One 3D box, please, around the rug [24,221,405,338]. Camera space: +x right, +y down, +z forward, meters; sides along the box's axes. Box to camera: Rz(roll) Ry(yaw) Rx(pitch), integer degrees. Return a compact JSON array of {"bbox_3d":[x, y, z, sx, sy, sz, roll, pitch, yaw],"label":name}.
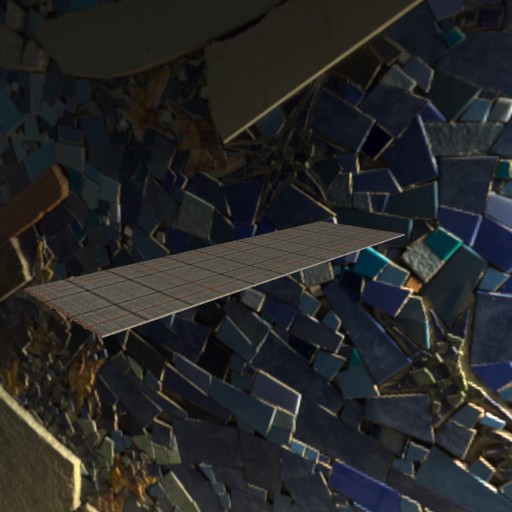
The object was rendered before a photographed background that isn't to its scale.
[{"bbox_3d":[0.000,0.000,2.730,0.762,0.008,2.439,14,20,42],"label":"rug"}]
